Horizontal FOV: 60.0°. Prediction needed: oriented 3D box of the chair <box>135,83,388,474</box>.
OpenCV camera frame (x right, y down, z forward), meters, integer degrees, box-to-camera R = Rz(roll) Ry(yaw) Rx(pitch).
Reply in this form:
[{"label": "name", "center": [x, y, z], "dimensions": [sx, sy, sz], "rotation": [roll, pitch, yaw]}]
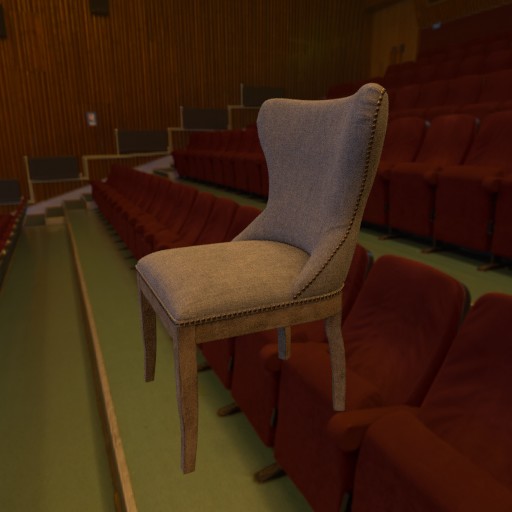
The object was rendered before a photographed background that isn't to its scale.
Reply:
[{"label": "chair", "center": [0.000, 0.000, 1.421], "dimensions": [0.681, 1.002, 0.654], "rotation": [-7, 17, -24]}]
